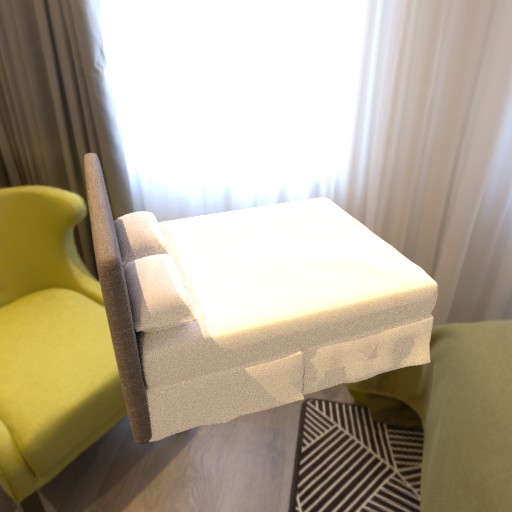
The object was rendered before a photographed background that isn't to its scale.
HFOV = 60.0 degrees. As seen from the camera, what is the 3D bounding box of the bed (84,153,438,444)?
[{"bbox_3d":[0.000,0.000,3.255,2.142,1.330,1.723,-11,32,-18],"label":"bed"}]
